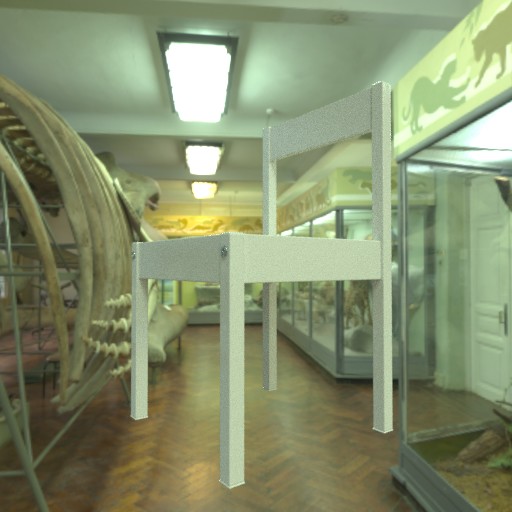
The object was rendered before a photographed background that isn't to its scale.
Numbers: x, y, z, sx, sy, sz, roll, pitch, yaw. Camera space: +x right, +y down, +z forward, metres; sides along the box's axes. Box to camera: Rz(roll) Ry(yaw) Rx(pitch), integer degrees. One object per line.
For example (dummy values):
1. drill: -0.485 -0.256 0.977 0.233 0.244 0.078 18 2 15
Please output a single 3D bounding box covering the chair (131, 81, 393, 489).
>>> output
1. chair: 0.000 0.000 0.675 0.285 0.505 0.285 1 -2 -37
